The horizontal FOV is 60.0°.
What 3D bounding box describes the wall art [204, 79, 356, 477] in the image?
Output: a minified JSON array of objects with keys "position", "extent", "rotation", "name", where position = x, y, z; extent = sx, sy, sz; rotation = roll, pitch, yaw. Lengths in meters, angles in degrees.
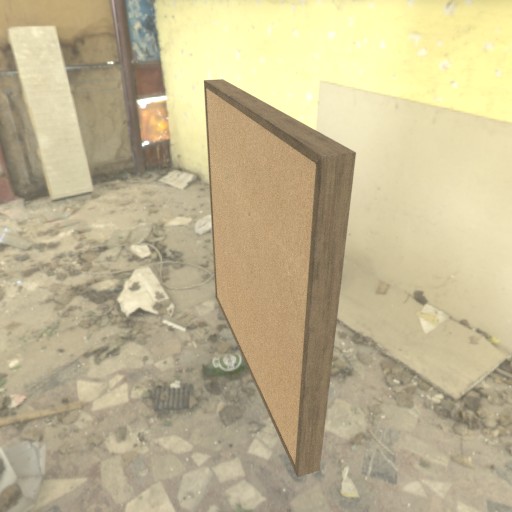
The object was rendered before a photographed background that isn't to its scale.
[{"position":[0.000,0.000,0.773],"extent":[0.038,0.508,0.508],"rotation":[-10,31,-16],"name":"wall art"}]
